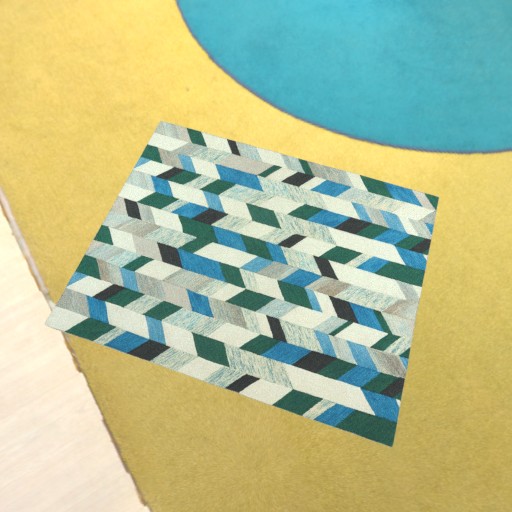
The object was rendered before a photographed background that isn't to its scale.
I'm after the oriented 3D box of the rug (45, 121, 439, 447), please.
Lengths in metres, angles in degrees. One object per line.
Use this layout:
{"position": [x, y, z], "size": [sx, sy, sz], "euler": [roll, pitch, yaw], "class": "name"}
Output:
{"position": [0.000, 0.000, 4.112], "size": [3.036, 0.008, 2.440], "euler": [17, 65, 8], "class": "rug"}
